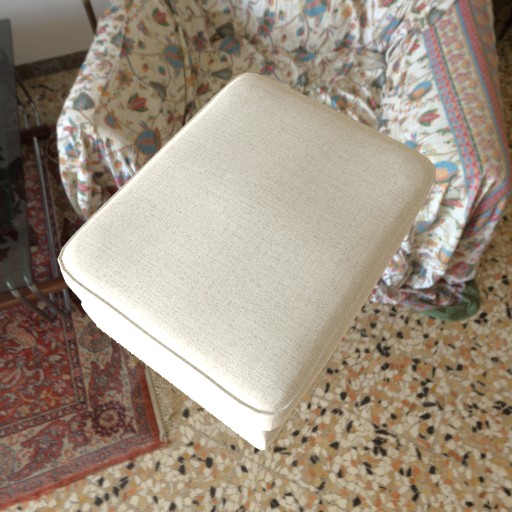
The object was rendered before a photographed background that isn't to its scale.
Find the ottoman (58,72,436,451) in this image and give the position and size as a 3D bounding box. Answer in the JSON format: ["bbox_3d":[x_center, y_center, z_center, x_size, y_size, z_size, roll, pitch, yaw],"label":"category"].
[{"bbox_3d":[0.000,0.000,1.151,0.589,0.537,0.738,32,67,15],"label":"ottoman"}]
